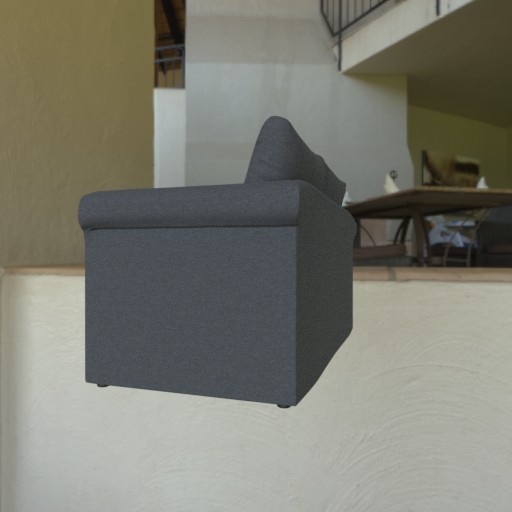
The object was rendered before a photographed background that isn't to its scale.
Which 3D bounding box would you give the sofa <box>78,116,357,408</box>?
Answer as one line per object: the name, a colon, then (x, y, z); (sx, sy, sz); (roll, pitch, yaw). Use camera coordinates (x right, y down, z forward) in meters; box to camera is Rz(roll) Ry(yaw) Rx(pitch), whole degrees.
sofa: (0.000, 0.000, 2.001); (0.741, 0.872, 1.460); (0, 0, 19)
